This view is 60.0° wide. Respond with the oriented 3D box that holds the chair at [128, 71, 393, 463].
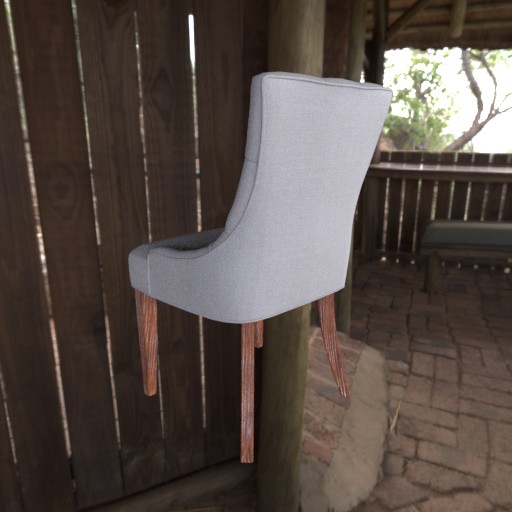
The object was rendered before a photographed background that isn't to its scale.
[{"bbox_3d":[0.000,0.000,1.216,0.509,0.874,0.565,-14,21,-41],"label":"chair"}]
